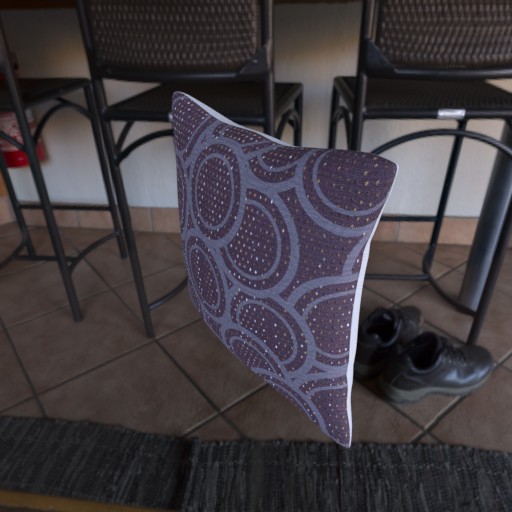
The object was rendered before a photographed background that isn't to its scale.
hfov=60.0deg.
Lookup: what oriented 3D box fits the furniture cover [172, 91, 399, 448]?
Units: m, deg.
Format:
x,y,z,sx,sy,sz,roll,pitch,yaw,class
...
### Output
x,y,z,sx,sy,sz,roll,pitch,yaw,class
0.000,0.000,0.825,0.193,0.509,0.552,-20,36,-31,furniture cover
